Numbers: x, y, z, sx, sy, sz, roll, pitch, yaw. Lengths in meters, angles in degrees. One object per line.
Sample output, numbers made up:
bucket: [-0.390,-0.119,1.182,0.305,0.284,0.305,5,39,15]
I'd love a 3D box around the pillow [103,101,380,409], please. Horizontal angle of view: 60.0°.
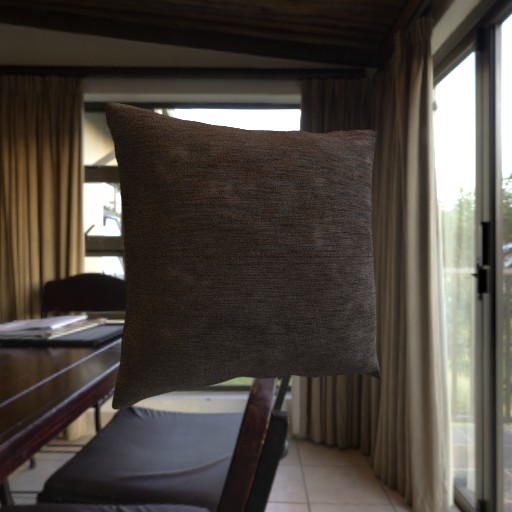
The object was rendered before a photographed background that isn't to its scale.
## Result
pillow: [0.000,0.000,0.692,0.452,0.439,0.204,0,0,-18]
